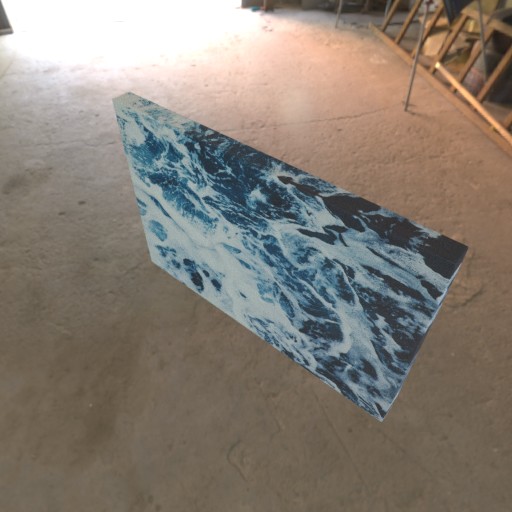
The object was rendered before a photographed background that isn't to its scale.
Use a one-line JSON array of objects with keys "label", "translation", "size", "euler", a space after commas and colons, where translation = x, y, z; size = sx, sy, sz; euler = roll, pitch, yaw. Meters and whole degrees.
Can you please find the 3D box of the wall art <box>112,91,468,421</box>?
[{"label": "wall art", "translation": [0.000, 0.000, 0.780], "size": [0.609, 0.407, 0.043], "euler": [31, 53, 26]}]
